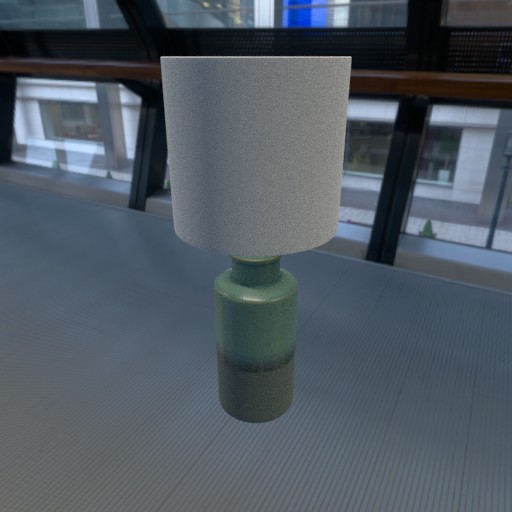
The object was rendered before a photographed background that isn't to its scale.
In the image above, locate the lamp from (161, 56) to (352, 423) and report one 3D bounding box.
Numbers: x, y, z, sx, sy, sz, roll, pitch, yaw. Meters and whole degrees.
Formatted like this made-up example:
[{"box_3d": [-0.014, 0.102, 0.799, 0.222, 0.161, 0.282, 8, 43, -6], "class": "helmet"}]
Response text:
[{"box_3d": [0.000, 0.000, 0.601, 0.212, 0.493, 0.212, -7, 25, -16], "class": "lamp"}]
